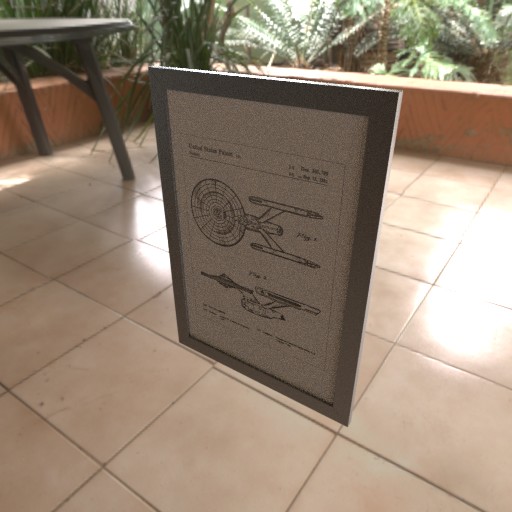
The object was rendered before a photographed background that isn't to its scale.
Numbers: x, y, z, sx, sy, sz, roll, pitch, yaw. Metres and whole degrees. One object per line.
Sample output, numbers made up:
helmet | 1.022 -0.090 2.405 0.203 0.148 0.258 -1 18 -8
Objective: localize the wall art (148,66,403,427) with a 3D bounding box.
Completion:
wall art | 0.000 0.000 0.699 0.376 0.529 0.013 19 35 29
